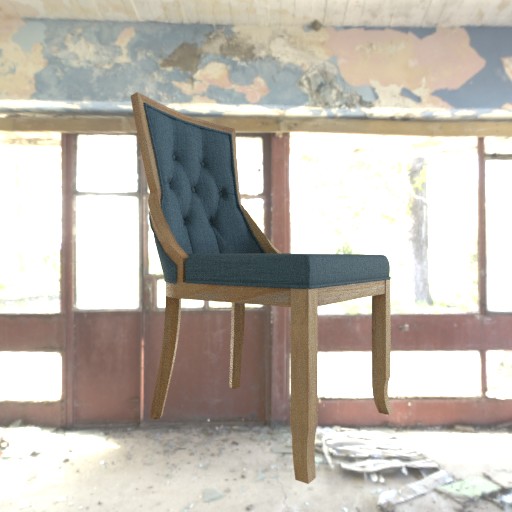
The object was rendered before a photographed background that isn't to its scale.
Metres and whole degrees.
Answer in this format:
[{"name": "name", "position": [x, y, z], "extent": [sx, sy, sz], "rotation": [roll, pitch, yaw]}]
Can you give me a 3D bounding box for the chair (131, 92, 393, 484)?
[{"name": "chair", "position": [0.000, 0.000, 1.312], "extent": [0.641, 0.947, 0.524], "rotation": [0, 0, 36]}]
